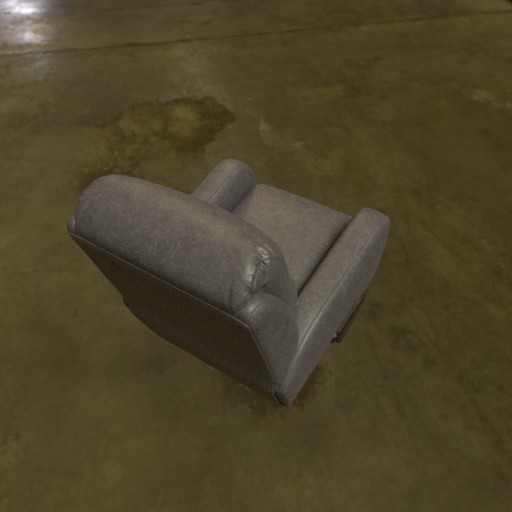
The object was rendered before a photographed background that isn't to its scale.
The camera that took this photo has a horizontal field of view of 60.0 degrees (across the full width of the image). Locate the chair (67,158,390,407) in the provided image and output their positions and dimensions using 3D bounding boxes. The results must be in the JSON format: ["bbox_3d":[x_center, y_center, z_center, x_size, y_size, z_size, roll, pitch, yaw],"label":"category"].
[{"bbox_3d":[0.000,0.000,1.799,0.865,1.067,1.067,24,51,21],"label":"chair"}]
